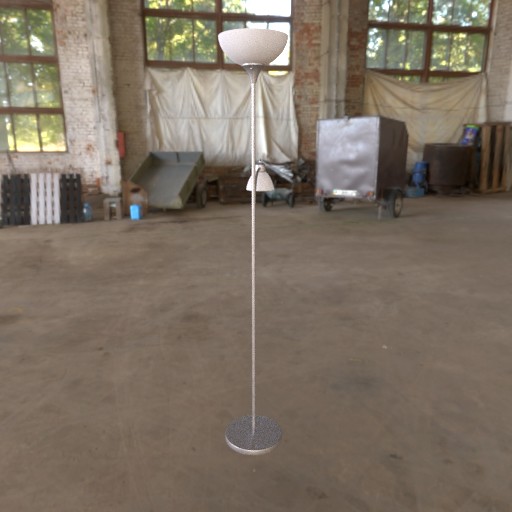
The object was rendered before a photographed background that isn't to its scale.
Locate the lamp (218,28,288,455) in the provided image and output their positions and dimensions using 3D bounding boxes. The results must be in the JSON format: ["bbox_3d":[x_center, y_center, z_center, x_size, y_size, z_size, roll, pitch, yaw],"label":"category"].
[{"bbox_3d":[0.000,0.000,2.025,0.279,1.804,0.425,2,15,7],"label":"lamp"}]
